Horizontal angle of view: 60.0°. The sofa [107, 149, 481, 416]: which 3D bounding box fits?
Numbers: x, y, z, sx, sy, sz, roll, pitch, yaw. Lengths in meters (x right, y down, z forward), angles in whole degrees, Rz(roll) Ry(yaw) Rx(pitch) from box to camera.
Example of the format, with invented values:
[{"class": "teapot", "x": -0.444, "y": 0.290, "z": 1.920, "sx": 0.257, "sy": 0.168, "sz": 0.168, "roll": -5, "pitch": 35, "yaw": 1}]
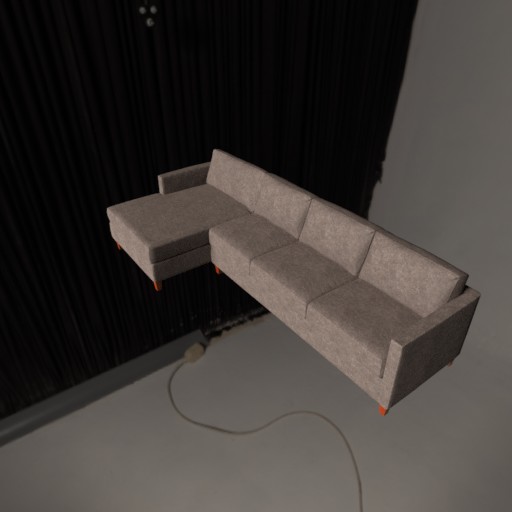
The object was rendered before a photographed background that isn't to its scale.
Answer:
[{"class": "sofa", "x": 0.000, "y": 0.000, "z": 4.149, "sx": 1.606, "sy": 0.954, "sz": 3.471, "roll": -22, "pitch": 39, "yaw": -30}]
